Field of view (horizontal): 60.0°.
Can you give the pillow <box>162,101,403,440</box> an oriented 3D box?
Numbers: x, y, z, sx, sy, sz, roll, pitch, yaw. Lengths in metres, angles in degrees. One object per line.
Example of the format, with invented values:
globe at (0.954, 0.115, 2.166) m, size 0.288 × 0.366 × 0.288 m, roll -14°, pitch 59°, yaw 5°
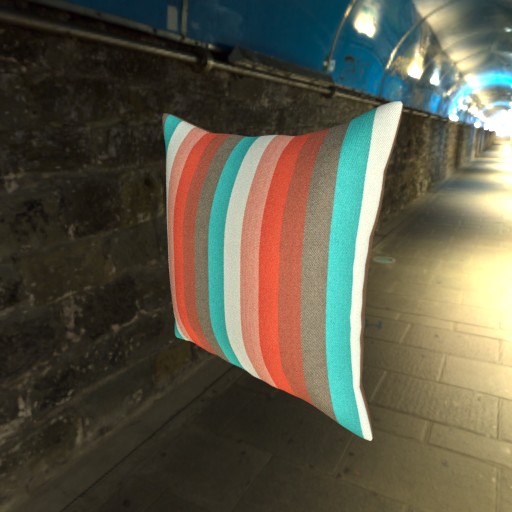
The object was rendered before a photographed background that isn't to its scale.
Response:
pillow at (0.000, 0.000, 0.699) m, size 0.453 × 0.443 × 0.168 m, roll 15°, pitch 21°, yaw 42°
